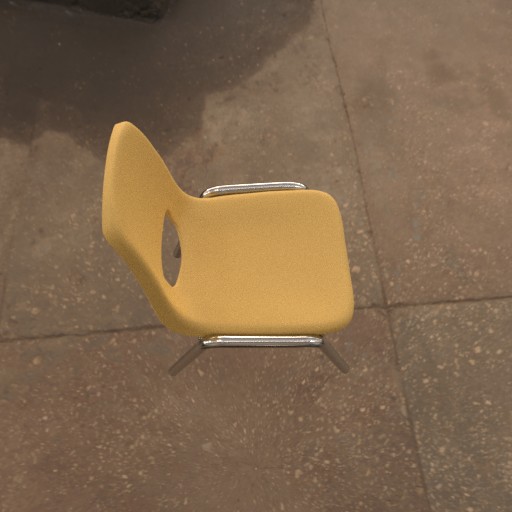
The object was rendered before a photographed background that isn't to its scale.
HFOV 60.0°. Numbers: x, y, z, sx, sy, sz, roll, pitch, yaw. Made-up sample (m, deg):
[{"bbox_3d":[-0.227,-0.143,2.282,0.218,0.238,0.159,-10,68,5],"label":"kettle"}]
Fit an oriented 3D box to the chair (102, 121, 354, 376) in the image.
[{"bbox_3d":[0.000,0.000,0.851,0.423,0.586,0.354,-2,64,-1],"label":"chair"}]
